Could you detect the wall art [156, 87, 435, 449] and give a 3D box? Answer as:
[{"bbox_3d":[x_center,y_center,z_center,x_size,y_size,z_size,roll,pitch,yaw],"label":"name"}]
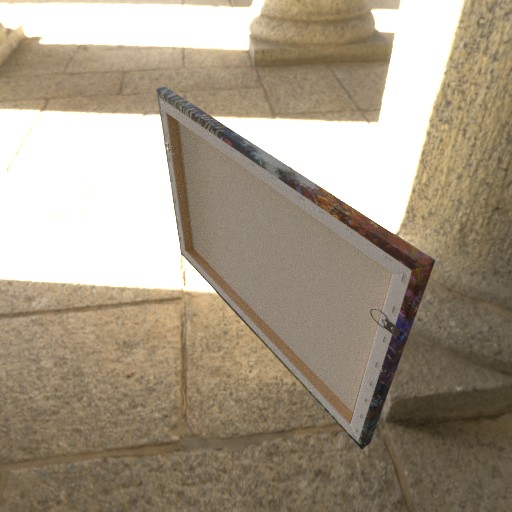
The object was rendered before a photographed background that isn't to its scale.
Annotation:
[{"bbox_3d":[0.000,0.000,1.455,0.042,0.760,1.136,-26,47,-26],"label":"wall art"}]
